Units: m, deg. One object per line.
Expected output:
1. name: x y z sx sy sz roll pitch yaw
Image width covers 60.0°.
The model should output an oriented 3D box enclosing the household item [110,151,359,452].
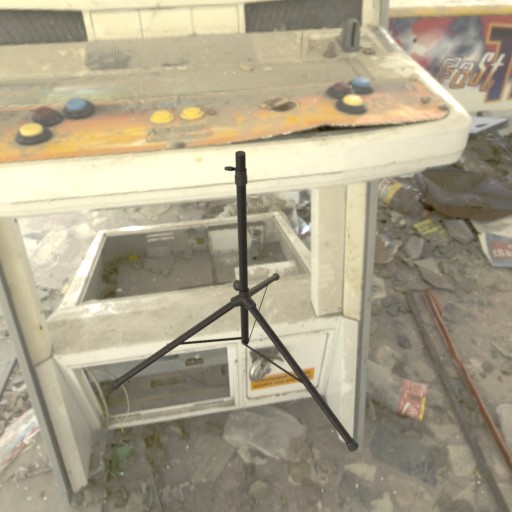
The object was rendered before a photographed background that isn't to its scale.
1. household item: 0.000 0.000 2.680 1.596 1.595 1.339 11 42 12
